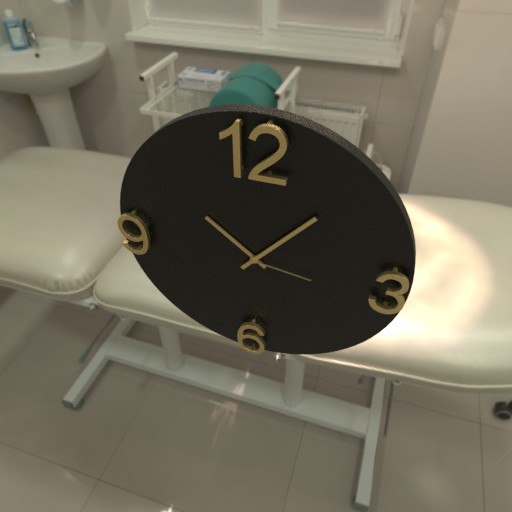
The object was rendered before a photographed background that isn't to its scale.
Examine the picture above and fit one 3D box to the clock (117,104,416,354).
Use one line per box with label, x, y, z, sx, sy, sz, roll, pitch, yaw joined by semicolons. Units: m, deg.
clock;0.000;0.000;0.670;0.454;0.454;0.038;12;43;13
